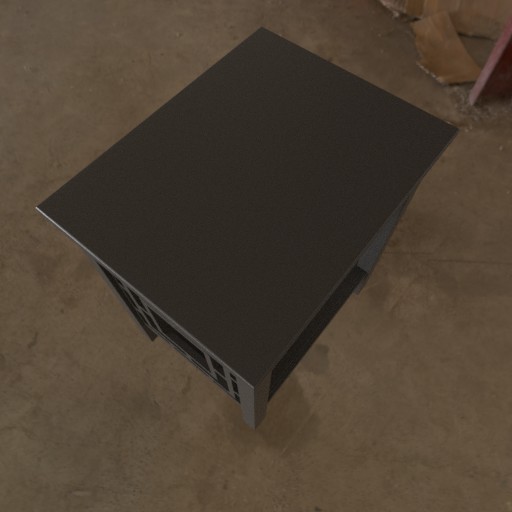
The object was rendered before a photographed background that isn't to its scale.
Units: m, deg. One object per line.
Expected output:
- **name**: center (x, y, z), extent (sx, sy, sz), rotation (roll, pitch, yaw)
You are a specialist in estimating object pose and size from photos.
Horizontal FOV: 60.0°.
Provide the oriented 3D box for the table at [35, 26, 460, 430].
- **table**: center (0.000, 0.000, 1.011), extent (0.451, 0.646, 0.564), rotation (36, 68, 17)
